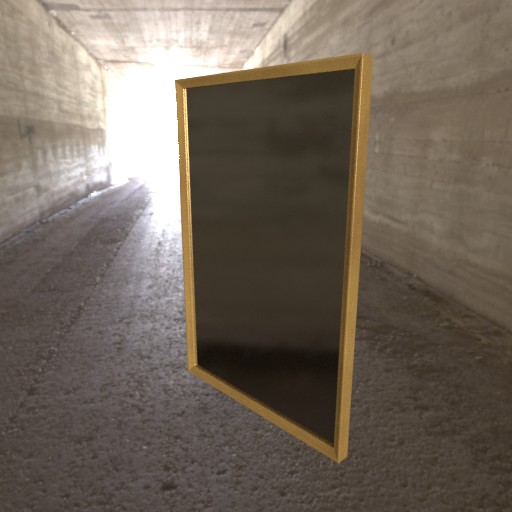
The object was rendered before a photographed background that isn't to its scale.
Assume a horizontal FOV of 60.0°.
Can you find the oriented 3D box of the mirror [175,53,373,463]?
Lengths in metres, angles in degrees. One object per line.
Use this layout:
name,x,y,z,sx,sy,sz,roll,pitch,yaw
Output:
mirror,0.000,0.000,1.171,0.041,0.915,0.609,-15,21,-43
